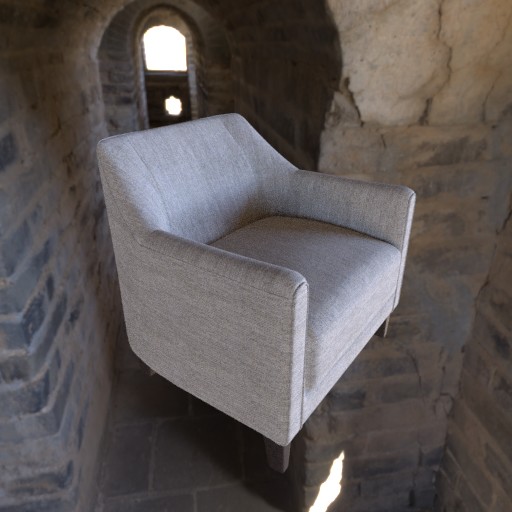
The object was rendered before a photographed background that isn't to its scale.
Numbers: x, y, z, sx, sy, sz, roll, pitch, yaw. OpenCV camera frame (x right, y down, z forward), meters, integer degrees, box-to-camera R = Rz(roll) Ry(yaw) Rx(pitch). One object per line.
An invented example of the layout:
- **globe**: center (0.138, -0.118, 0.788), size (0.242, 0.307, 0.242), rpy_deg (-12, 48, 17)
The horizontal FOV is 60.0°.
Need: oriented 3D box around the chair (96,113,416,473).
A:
- **chair**: center (0.000, 0.000, 1.423), size (0.758, 0.761, 0.796), rpy_deg (17, 31, 31)
